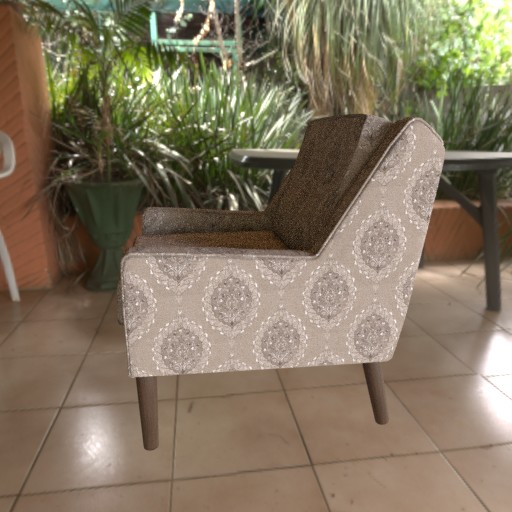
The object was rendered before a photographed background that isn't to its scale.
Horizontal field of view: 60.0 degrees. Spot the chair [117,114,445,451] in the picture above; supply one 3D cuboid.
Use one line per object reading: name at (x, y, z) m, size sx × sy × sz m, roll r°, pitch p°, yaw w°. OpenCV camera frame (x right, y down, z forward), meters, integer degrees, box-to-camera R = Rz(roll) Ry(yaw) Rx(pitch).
chair at (0.000, 0.000, 1.314) m, size 0.750 × 0.797 × 0.665 m, roll -2°, pitch 15°, yaw -9°
